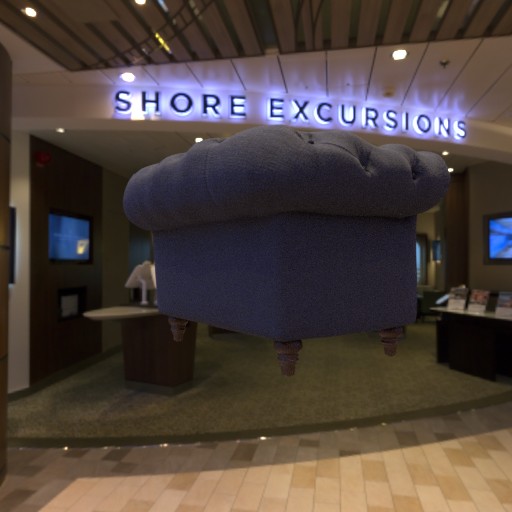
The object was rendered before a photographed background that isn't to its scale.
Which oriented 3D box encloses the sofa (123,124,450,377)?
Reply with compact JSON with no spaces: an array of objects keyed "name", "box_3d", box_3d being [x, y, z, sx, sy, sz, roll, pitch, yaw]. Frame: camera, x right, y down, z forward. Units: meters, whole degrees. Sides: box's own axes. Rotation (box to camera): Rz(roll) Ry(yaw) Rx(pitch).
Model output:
[{"name":"sofa","box_3d":[0.000,0.000,2.051,1.032,0.878,1.405,1,-1,-36]}]
